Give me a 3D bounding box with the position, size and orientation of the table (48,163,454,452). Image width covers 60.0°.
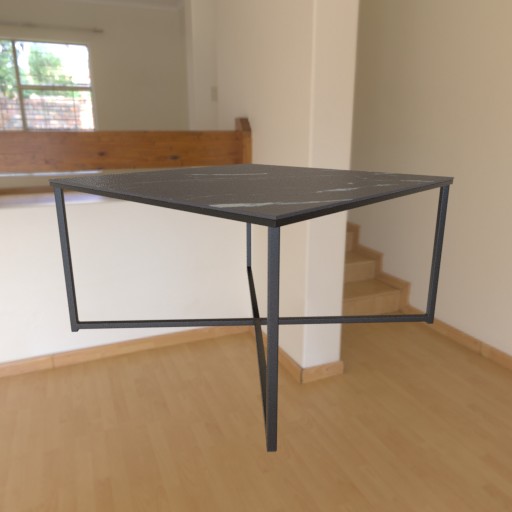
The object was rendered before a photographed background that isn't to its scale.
[{"bbox_3d":[0.000,0.000,1.295,0.800,0.450,0.800,14,21,40],"label":"table"}]
